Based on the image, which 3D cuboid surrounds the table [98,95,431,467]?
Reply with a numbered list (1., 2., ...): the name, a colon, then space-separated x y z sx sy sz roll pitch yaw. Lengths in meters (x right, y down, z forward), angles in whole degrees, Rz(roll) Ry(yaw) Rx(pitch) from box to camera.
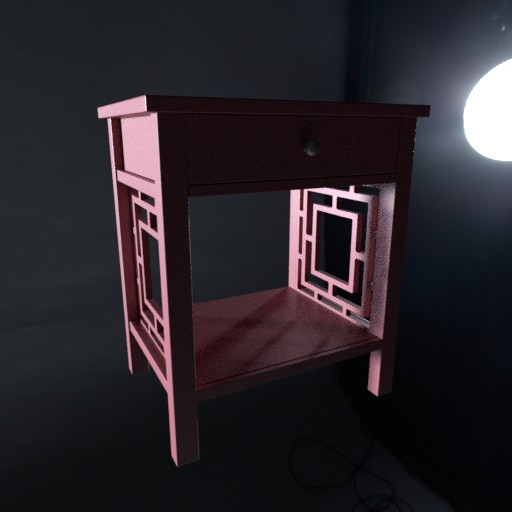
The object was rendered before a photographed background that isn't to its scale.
1. table: 0.000 0.000 1.071 0.599 0.686 0.451 -8 18 -27
